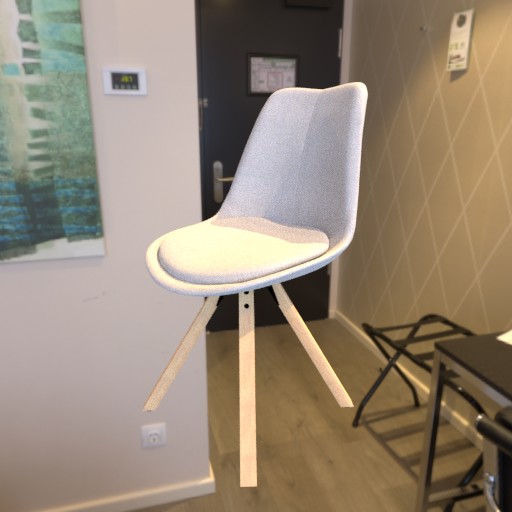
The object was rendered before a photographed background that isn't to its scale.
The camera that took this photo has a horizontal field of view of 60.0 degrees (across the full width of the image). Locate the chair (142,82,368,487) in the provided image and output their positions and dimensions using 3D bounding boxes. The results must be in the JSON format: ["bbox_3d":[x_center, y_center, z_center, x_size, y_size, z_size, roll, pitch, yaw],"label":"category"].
[{"bbox_3d":[0.000,0.000,1.151,0.474,0.863,0.549,15,22,42],"label":"chair"}]
